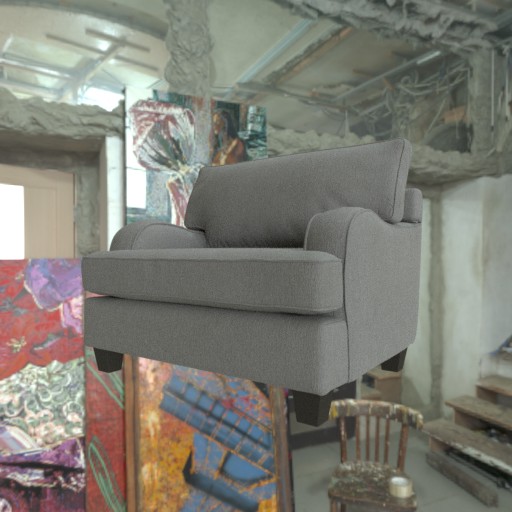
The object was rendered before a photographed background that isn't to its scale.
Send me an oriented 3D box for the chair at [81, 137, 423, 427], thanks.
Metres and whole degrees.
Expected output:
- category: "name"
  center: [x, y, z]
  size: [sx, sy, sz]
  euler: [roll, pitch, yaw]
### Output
- category: "chair"
  center: [0.000, 0.000, 1.999]
  size: [1.220, 1.016, 1.041]
  euler: [0, 1, 36]
